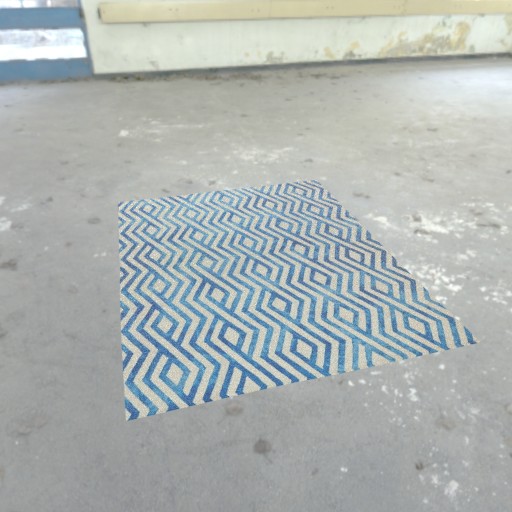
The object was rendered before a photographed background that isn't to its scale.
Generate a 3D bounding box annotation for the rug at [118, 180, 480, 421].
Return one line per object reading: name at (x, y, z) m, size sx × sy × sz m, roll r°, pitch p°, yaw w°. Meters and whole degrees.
rug at (0.000, 0.000, 4.108) m, size 2.453 × 0.008 × 3.059 m, roll -9°, pitch 33°, yaw -13°
